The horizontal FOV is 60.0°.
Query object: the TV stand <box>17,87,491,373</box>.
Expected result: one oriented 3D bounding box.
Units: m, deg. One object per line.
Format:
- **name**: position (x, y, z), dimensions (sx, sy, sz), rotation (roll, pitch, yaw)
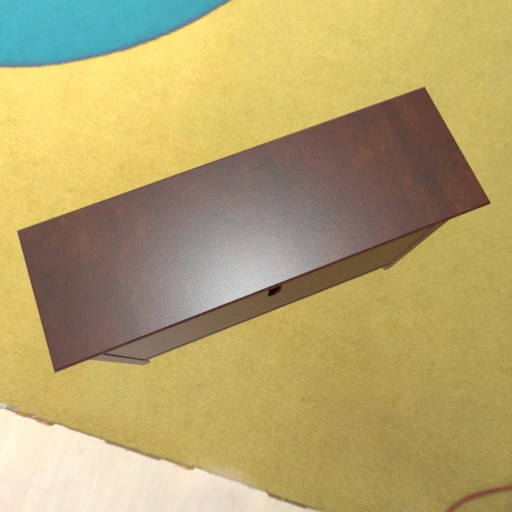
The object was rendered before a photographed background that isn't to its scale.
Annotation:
- **TV stand**: position (0.000, 0.000, 1.781), dimensions (1.372, 0.915, 0.445), rotation (-21, 76, -6)
